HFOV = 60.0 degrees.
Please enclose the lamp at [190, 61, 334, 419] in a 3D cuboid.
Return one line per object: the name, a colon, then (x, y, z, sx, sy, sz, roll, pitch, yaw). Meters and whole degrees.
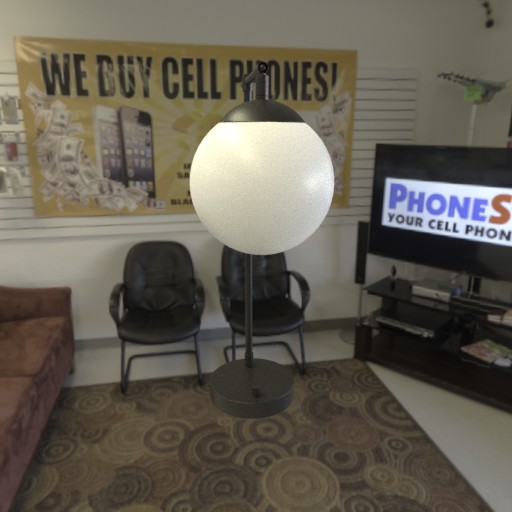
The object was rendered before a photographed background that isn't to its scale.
lamp: (0.000, 0.000, 0.701, 0.197, 0.559, 0.316, -2, 16, -8)
